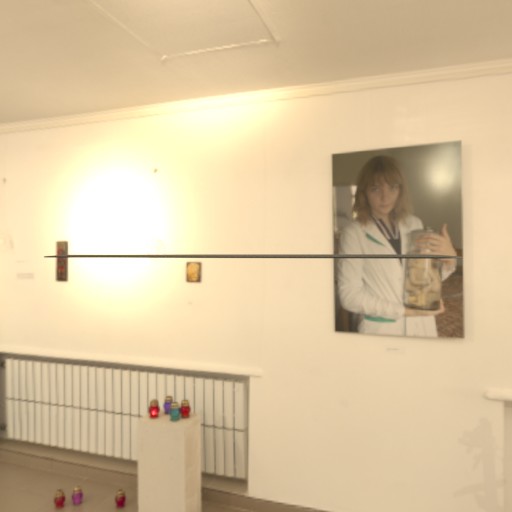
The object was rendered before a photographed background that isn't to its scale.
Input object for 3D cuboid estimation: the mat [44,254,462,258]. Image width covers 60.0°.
[{"bbox_3d":[0.000,0.000,1.867,1.524,0.013,0.918,0,0,19],"label":"mat"}]
